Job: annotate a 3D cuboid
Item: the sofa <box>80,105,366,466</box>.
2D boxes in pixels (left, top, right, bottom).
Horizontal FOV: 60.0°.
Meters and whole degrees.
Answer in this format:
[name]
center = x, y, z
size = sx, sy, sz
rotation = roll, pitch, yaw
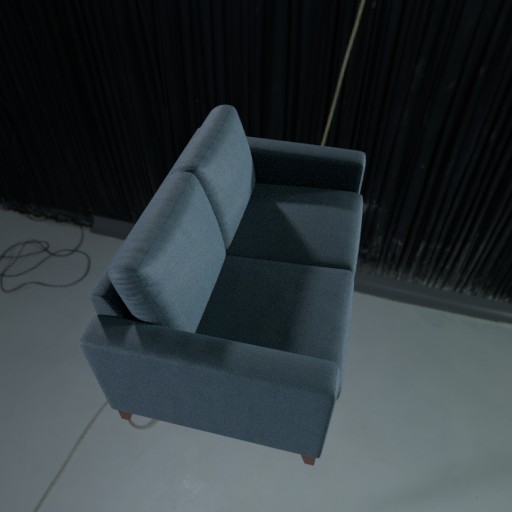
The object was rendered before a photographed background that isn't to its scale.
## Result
[sofa]
center = 0.000, 0.000, 2.120
size = 0.955, 0.903, 1.489
rotation = 10, 46, 9
